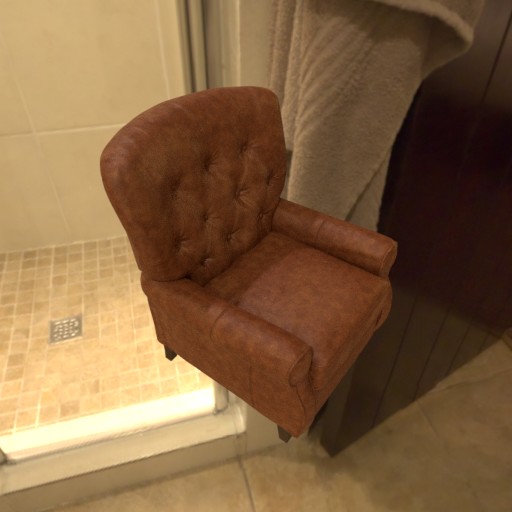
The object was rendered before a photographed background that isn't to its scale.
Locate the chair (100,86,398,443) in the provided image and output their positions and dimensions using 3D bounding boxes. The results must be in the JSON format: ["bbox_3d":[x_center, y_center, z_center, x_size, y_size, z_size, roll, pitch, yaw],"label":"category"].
[{"bbox_3d":[0.000,0.000,1.921,1.059,1.164,0.951,26,47,27],"label":"chair"}]
